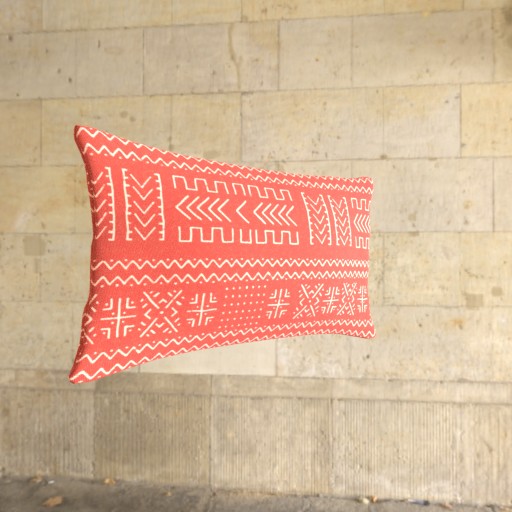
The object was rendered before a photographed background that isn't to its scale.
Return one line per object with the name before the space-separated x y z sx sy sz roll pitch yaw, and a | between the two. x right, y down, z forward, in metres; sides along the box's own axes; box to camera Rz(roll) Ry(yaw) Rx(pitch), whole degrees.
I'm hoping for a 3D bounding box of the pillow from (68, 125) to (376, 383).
pillow | 0.000 0.000 0.790 0.640 0.352 0.130 1 -1 -37
